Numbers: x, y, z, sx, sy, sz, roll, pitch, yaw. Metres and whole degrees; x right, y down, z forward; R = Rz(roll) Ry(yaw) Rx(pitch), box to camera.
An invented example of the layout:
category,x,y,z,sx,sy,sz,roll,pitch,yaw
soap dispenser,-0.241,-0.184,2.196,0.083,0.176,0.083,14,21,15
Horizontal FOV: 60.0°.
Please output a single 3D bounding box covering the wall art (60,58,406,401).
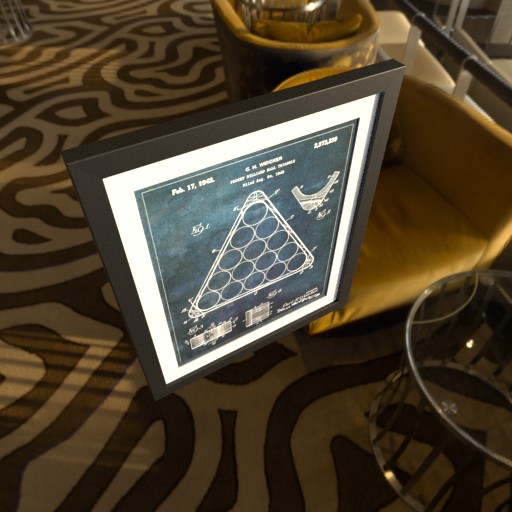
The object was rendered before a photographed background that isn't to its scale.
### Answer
category,x,y,z,sx,sy,sz,roll,pitch,yaw
wall art,0.000,0.000,0.689,0.432,0.508,0.025,-23,51,-20
